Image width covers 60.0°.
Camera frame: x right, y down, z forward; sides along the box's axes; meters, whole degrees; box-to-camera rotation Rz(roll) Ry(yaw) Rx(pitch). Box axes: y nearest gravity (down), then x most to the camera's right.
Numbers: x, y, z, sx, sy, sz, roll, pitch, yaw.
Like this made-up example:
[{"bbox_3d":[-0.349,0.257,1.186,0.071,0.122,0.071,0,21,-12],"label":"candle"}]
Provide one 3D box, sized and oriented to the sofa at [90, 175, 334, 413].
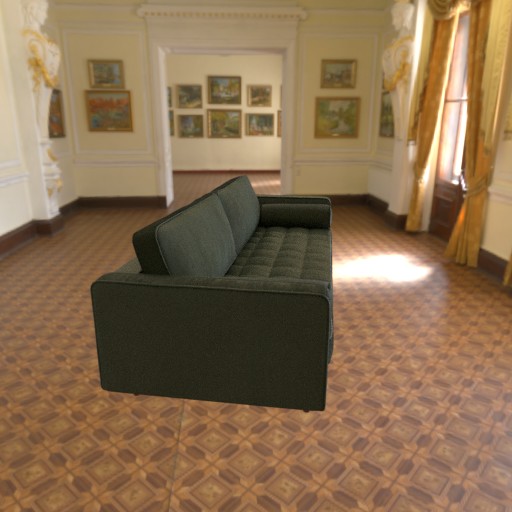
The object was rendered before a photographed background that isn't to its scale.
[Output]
[{"bbox_3d":[0.000,0.000,2.670,0.918,0.769,2.199,3,17,9],"label":"sofa"}]
